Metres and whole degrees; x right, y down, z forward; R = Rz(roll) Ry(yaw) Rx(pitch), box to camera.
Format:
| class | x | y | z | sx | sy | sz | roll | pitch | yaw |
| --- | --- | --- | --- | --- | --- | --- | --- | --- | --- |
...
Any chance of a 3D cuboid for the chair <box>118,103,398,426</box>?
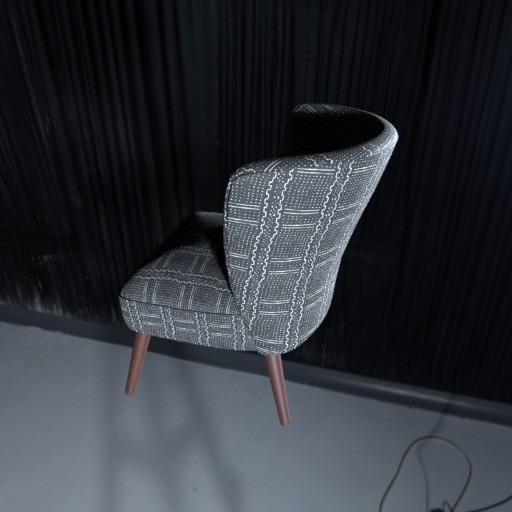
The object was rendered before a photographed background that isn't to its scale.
| class | x | y | z | sx | sy | sz | roll | pitch | yaw |
| --- | --- | --- | --- | --- | --- | --- | --- | --- | --- |
| chair | 0.000 | 0.000 | 1.432 | 0.758 | 0.866 | 0.710 | 8 | 31 | 13 |
